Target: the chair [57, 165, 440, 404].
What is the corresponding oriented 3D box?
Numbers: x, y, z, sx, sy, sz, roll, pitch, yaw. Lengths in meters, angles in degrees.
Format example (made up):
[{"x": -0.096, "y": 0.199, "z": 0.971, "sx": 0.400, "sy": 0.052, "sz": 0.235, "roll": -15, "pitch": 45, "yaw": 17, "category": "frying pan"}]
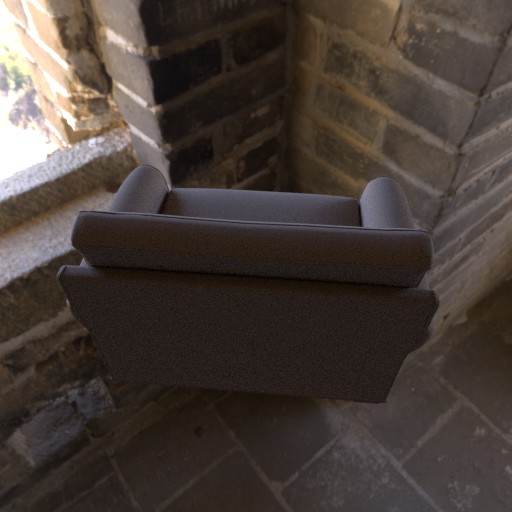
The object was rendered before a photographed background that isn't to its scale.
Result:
[{"x": 0.000, "y": 0.000, "z": 2.005, "sx": 1.390, "sy": 0.930, "sz": 0.930, "roll": 4, "pitch": 46, "yaw": 4, "category": "chair"}]
